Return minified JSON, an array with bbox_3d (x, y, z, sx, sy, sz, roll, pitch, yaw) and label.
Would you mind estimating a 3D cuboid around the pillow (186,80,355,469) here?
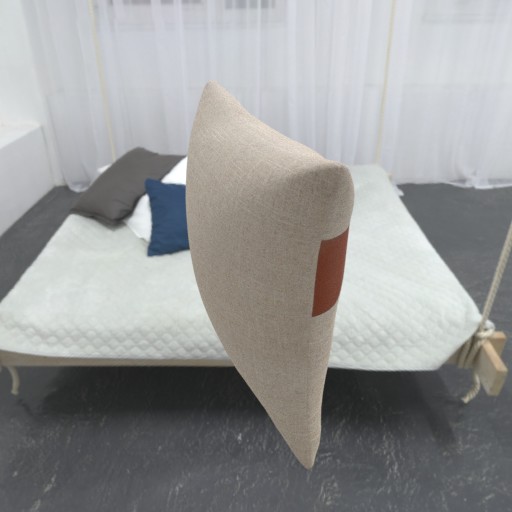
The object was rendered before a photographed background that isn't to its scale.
[{"bbox_3d":[0.000,0.000,0.617,0.173,0.399,0.414,-10,32,-16],"label":"pillow"}]
